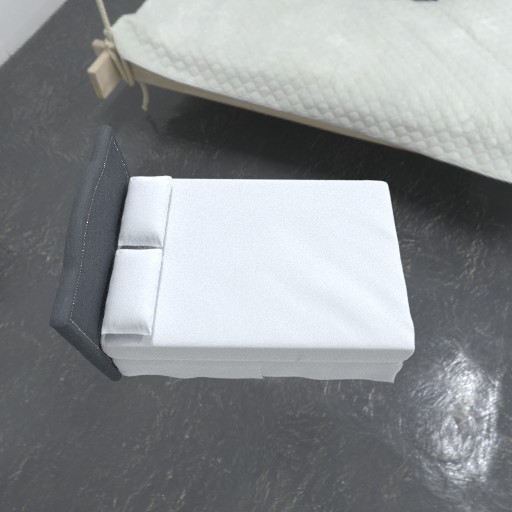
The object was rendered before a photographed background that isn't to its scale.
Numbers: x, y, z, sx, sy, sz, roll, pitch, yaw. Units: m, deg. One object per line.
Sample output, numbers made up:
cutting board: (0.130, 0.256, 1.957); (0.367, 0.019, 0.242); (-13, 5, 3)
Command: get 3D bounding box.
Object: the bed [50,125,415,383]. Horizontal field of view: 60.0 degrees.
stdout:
bed: (0.000, 0.000, 3.641); (2.507, 1.441, 1.747); (1, 61, 0)
